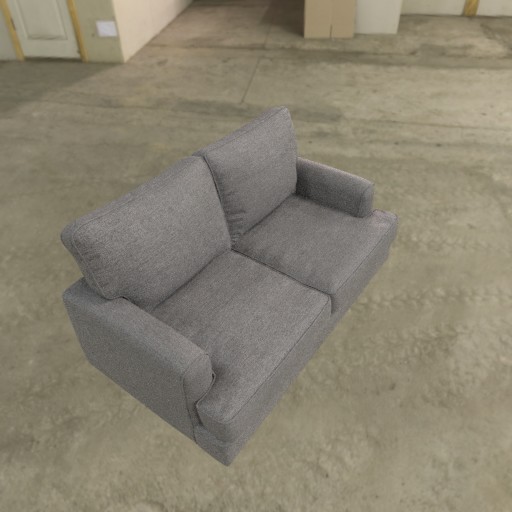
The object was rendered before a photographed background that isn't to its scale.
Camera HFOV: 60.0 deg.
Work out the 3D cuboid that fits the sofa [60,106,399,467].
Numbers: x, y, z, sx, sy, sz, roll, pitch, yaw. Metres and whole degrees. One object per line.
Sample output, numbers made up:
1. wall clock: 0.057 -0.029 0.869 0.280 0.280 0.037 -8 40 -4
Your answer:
1. sofa: 0.000 0.000 2.279 0.965 0.965 1.651 25 47 26
